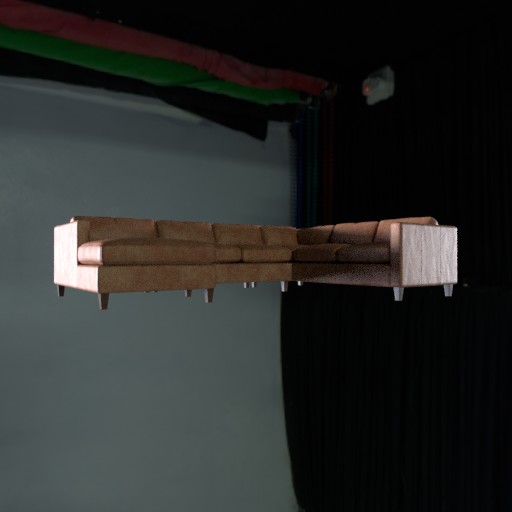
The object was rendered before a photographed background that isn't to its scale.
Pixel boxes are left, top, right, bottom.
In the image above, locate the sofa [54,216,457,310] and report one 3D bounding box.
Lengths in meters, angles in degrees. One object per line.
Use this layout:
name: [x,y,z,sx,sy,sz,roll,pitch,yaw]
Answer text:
sofa: [0.000,0.000,4.579,3.401,0.832,2.430,0,0,-36]
